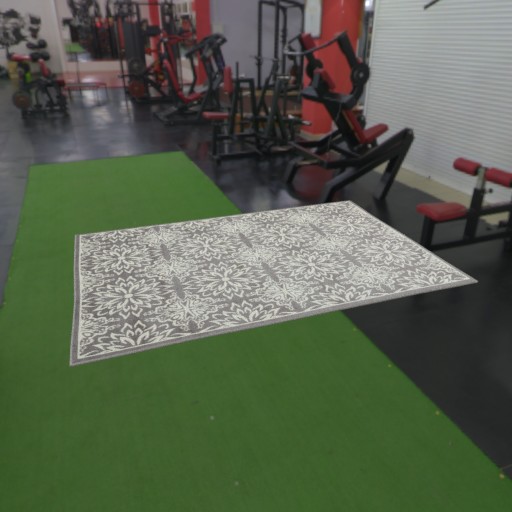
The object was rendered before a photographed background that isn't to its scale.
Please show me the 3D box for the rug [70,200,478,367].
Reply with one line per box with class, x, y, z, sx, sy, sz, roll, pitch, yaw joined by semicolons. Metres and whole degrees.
rug;0.000;0.000;2.383;1.847;0.012;1.224;-9;28;-17
